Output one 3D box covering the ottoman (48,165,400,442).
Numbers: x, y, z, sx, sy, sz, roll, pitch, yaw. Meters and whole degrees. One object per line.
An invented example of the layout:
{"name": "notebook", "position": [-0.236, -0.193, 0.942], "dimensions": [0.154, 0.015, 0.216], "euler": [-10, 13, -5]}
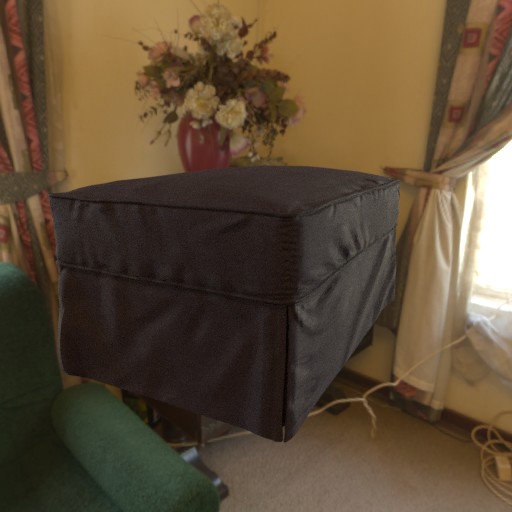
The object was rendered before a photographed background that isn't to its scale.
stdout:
{"name": "ottoman", "position": [0.000, 0.000, 1.277], "dimensions": [0.637, 0.503, 0.938], "euler": [7, 16, 27]}
